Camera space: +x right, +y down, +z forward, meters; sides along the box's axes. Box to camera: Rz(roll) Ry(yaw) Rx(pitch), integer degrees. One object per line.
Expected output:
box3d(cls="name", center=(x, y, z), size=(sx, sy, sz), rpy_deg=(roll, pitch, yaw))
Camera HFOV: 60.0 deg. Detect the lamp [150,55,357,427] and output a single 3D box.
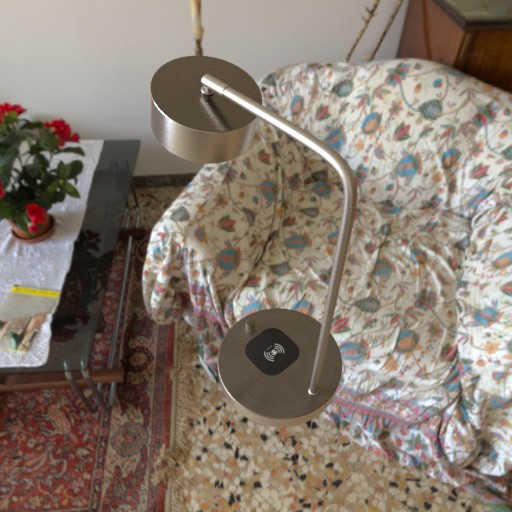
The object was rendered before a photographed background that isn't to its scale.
box3d(cls="lamp", center=(0.000, 0.000, 0.636), size=(0.211, 0.469, 0.334), rpy_deg=(-32, 54, -27))
